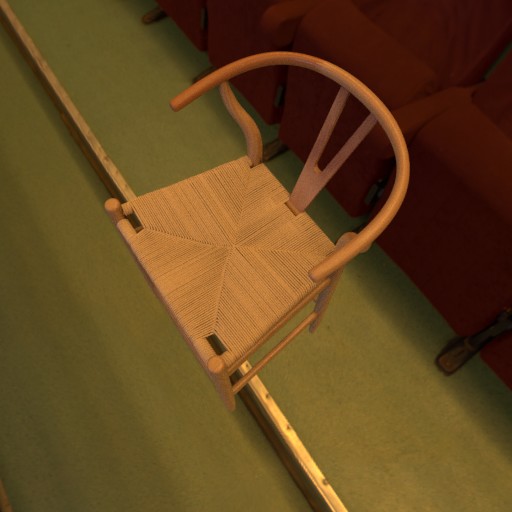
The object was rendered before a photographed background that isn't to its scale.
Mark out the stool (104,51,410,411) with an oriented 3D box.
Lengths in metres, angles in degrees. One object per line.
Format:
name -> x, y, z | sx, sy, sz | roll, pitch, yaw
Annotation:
stool -> 0.000, 0.000, 1.257 | 0.575, 0.923, 0.536 | -32, 68, -15
